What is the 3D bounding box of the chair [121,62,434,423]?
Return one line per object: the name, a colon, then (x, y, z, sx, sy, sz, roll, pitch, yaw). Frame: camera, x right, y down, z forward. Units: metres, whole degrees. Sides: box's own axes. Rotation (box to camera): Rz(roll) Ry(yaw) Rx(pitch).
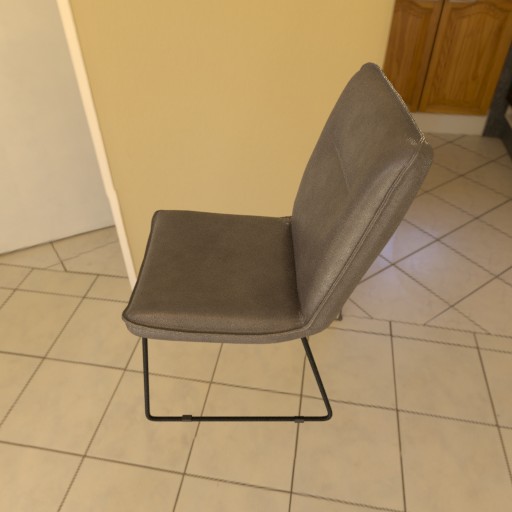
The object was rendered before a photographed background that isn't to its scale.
chair: (0.000, 0.000, 1.278, 0.688, 0.932, 0.515, 0, 40, 0)
